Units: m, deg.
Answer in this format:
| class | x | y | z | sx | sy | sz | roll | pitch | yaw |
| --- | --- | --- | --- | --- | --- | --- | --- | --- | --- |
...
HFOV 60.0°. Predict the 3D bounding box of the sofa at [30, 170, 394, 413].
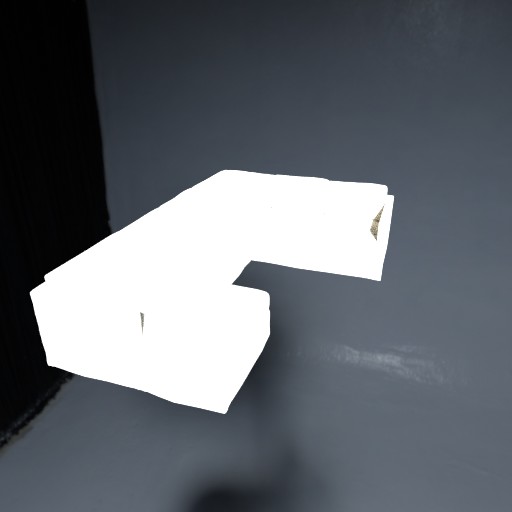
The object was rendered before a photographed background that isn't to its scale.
| class | x | y | z | sx | sy | sz | roll | pitch | yaw |
| --- | --- | --- | --- | --- | --- | --- | --- | --- | --- |
| sofa | 0.000 | 0.000 | 4.531 | 2.448 | 0.882 | 3.464 | 9 | 27 | 17 |
